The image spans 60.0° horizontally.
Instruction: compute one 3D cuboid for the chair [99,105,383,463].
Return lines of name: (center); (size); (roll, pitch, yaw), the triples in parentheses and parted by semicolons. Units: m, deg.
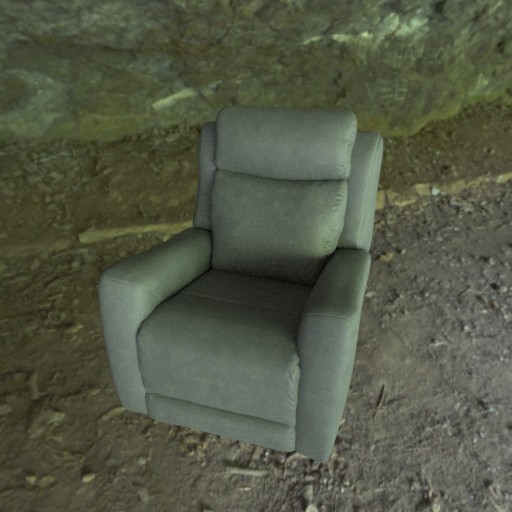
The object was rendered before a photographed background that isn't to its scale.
chair: (0.000, 0.000, 1.918); (0.967, 1.116, 1.068); (9, 28, 16)
